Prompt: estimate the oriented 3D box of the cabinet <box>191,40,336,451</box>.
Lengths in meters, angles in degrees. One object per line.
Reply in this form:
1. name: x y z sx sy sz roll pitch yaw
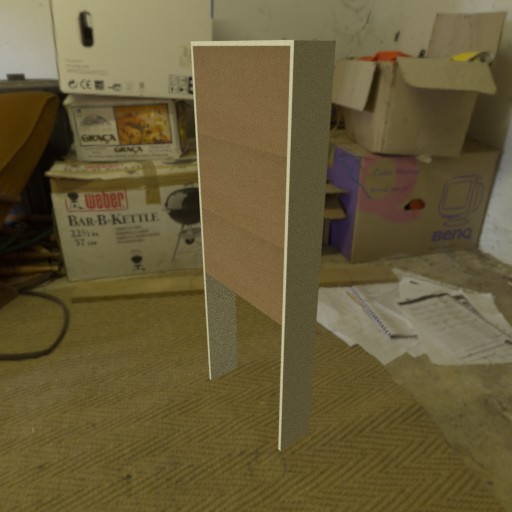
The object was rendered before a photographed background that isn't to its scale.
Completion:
1. cabinet: 0.000 0.000 2.029 0.192 1.770 0.643 -18 31 -33
